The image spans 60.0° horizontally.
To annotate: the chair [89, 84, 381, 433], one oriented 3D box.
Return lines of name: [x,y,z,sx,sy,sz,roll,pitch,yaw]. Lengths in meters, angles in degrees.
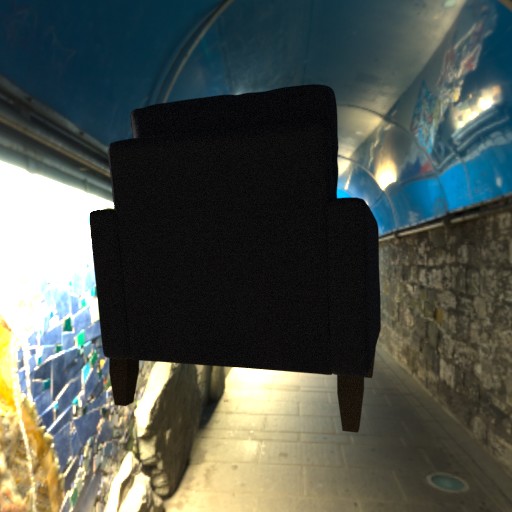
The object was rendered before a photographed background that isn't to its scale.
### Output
chair: [0.000,0.000,1.636,0.855,0.991,0.897,0,-1,18]
